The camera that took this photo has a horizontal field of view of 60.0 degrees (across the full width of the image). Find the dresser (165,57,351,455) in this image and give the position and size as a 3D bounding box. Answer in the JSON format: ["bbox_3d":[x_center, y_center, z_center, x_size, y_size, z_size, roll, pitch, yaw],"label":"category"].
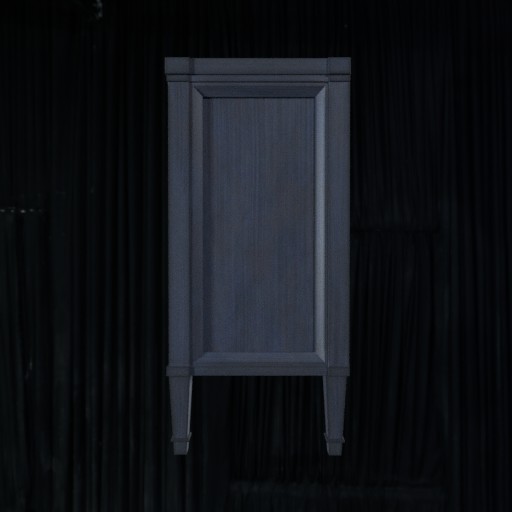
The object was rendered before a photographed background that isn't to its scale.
[{"bbox_3d":[0.000,0.000,1.613,0.463,0.986,1.049,0,1,0],"label":"dresser"}]
